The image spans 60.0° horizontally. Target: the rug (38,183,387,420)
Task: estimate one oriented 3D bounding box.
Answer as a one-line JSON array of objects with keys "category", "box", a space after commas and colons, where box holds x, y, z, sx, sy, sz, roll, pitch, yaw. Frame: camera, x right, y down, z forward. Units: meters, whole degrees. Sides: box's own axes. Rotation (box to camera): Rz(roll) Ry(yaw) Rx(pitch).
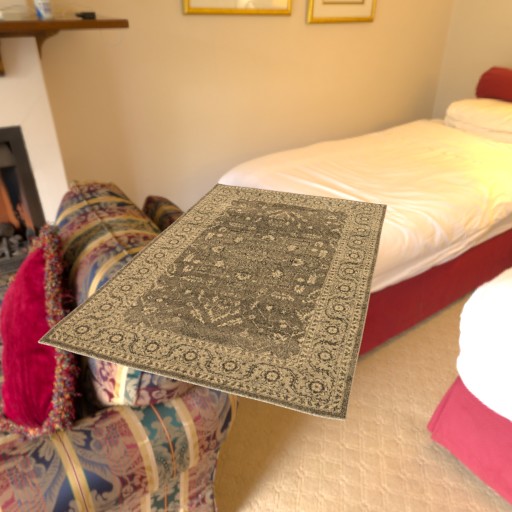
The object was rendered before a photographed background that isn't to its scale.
[{"category": "rug", "box": [0.000, 0.000, 2.321, 1.209, 0.019, 1.828, 9, 31, 16]}]
